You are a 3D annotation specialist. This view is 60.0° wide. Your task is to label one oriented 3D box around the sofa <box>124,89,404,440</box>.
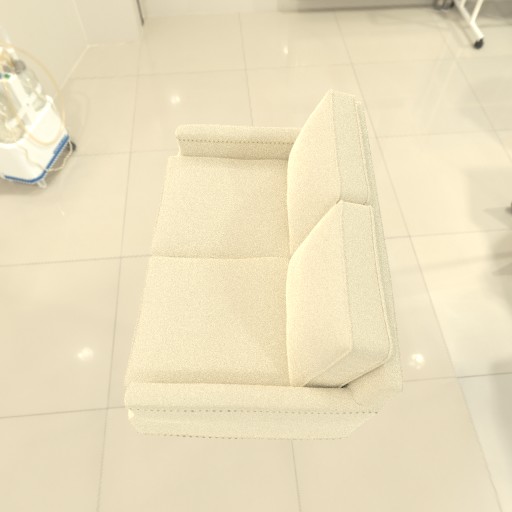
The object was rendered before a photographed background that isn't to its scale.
[{"bbox_3d":[0.000,0.000,2.209,1.084,1.003,1.597,2,57,1],"label":"sofa"}]
